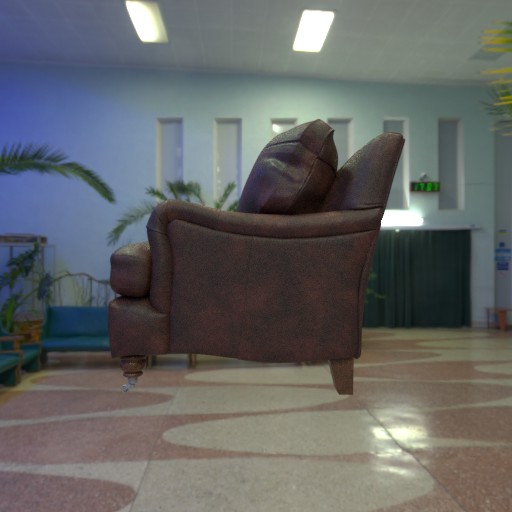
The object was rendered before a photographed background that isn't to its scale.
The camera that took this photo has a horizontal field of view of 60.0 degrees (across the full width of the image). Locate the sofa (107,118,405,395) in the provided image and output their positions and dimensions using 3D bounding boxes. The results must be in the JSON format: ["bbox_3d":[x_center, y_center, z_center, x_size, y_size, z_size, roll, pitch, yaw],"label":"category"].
[{"bbox_3d":[0.000,0.000,2.423,1.148,1.070,1.628,0,-1,0],"label":"sofa"}]
